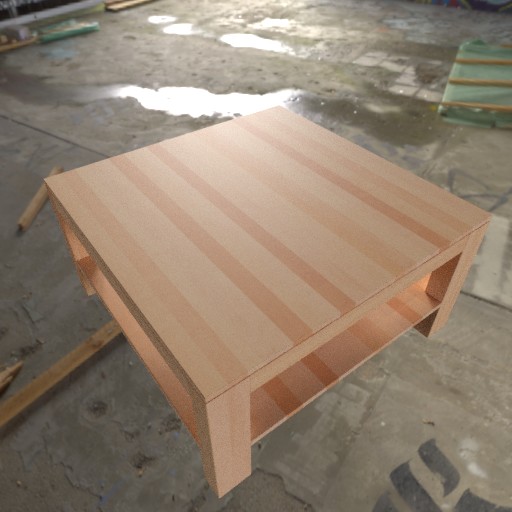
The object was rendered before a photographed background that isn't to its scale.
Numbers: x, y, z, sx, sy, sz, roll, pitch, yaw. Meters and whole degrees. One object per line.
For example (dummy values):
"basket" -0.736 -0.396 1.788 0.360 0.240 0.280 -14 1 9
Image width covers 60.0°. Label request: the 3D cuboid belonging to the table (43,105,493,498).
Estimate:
"table" 0.000 0.000 1.392 0.900 0.450 0.900 -26 48 -27
